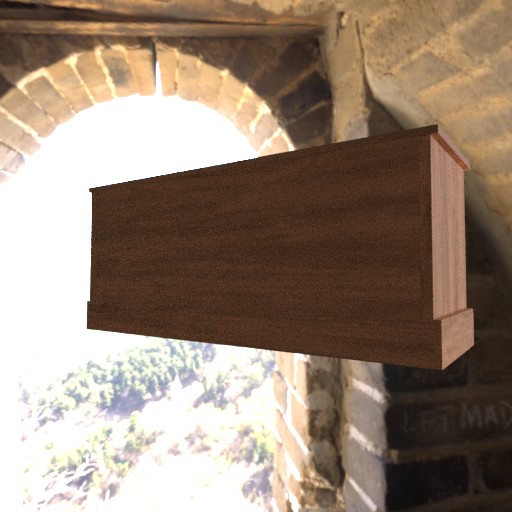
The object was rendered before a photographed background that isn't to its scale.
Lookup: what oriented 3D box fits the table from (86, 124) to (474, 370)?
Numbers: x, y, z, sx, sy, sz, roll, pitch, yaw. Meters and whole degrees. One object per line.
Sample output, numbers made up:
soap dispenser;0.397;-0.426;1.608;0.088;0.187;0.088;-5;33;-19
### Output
table;0.000;0.000;1.421;1.200;0.510;0.400;-2;-3;35
